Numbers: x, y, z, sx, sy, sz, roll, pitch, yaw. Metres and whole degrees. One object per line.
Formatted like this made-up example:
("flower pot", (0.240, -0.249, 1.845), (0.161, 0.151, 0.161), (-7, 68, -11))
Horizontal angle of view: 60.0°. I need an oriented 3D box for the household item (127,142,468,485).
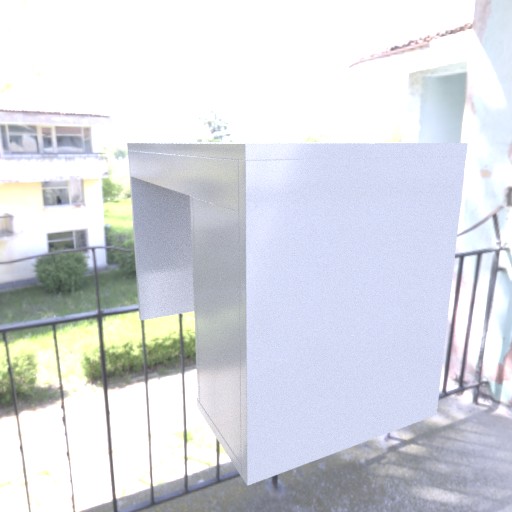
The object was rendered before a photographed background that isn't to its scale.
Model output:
("household item", (0.000, 0.000, 1.511), (0.597, 0.749, 1.100), (-7, 16, -26))
